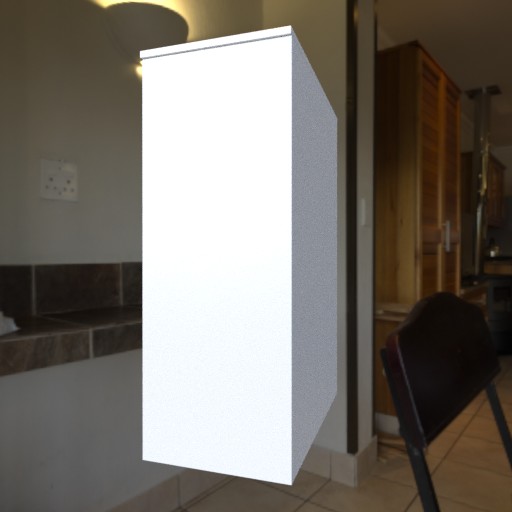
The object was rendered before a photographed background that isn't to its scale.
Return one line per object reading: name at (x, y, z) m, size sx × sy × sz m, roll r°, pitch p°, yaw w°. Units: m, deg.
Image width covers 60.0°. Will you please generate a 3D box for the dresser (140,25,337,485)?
dresser at (0.000, 0.000, 1.378) m, size 0.401 × 1.021 × 0.704 m, roll 0°, pitch 0°, yaw 19°
